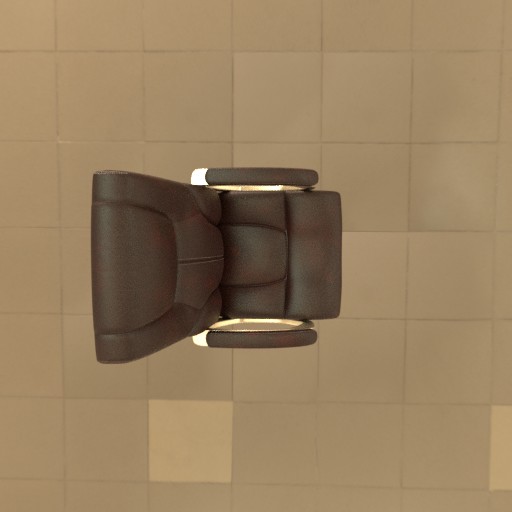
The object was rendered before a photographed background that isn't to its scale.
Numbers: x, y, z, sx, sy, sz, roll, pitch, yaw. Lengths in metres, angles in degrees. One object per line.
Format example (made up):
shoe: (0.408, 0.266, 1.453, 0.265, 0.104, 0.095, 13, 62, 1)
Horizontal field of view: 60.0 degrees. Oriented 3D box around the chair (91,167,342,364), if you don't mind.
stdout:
chair: (0.000, 0.000, 1.550, 0.739, 1.107, 0.662, 0, 93, 1)
